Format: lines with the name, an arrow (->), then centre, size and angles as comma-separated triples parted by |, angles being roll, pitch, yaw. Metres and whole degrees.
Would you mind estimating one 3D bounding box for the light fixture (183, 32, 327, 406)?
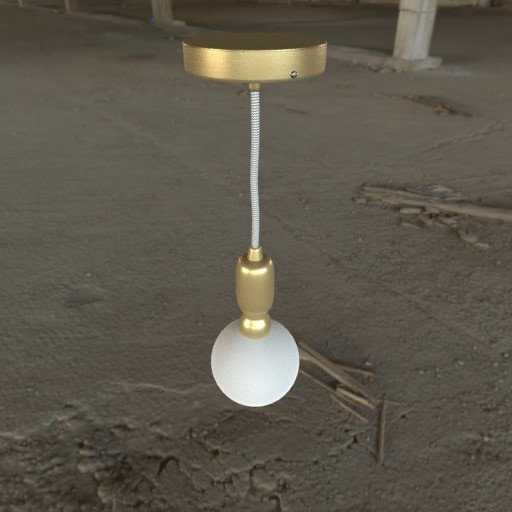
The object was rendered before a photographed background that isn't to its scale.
light fixture -> 0.000, 0.000, 0.578 | 0.146, 0.510, 0.147 | -22, 38, -31
